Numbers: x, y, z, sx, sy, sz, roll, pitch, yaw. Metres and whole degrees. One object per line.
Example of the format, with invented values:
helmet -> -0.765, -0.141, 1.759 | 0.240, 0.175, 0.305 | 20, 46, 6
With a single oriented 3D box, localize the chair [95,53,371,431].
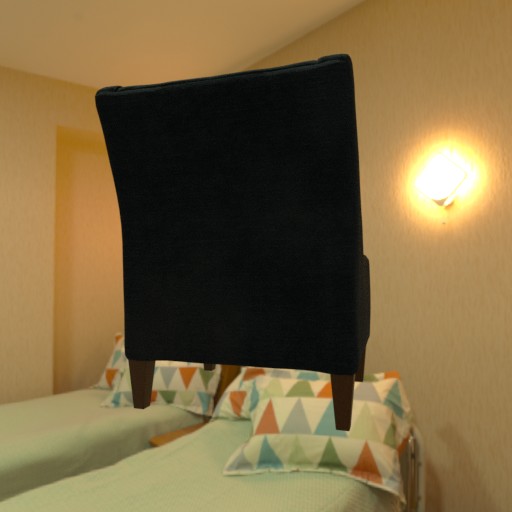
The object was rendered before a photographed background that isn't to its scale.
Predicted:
chair -> 0.000, 0.000, 1.599 | 0.774, 1.014, 0.870 | -1, -2, 17
